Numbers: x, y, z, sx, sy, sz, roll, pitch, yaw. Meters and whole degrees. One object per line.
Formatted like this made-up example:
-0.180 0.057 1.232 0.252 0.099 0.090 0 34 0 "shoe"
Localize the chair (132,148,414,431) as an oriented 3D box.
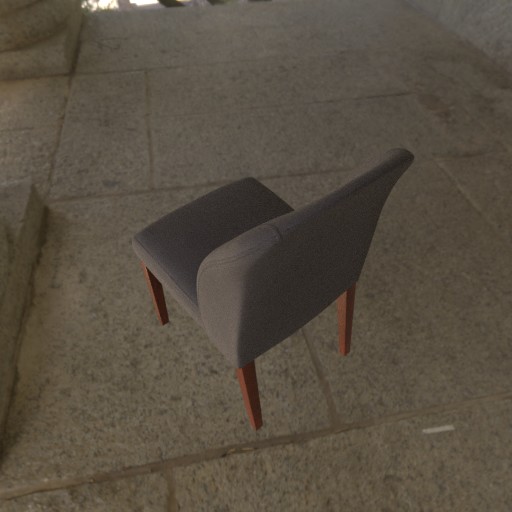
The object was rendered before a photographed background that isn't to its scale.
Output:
0.000 0.000 1.268 0.506 0.879 0.619 -32 54 -26 "chair"
